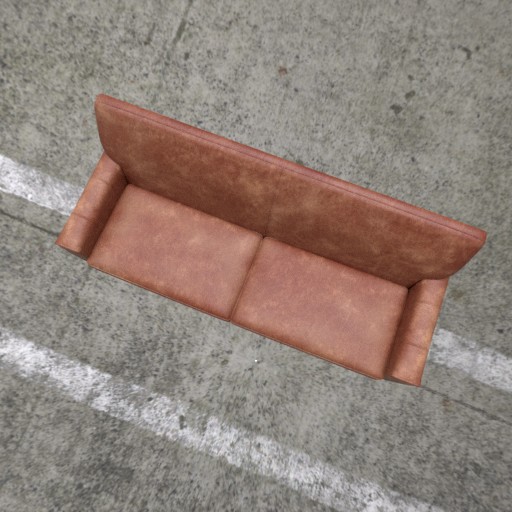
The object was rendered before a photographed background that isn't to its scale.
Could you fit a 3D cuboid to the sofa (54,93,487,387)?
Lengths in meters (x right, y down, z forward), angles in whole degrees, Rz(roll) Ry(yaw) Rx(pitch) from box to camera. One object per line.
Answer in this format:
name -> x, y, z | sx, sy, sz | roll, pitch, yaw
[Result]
sofa -> 0.000, 0.000, 2.526 | 2.053, 0.947, 0.805 | 21, 78, 5
